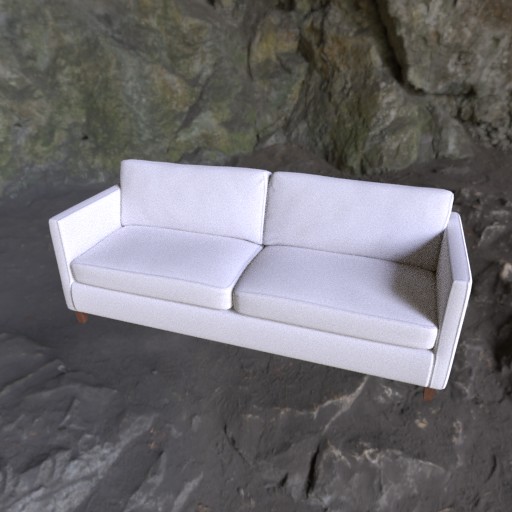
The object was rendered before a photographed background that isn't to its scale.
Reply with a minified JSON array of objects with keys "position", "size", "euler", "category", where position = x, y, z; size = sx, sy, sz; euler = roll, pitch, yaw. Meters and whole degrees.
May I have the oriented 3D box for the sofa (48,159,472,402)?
[{"position":[0.000,0.000,2.807],"size":[2.361,0.962,0.951],"euler":[9,28,17],"category":"sofa"}]
